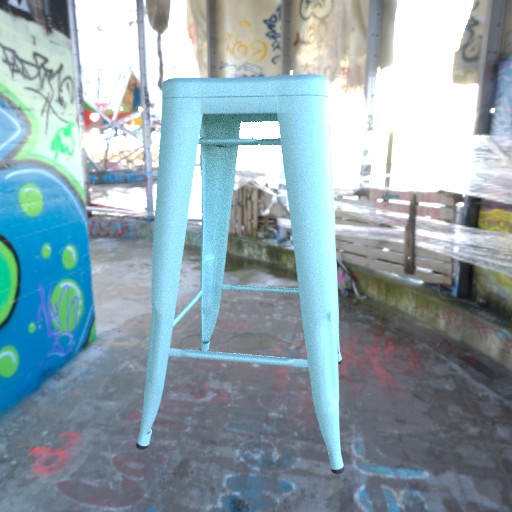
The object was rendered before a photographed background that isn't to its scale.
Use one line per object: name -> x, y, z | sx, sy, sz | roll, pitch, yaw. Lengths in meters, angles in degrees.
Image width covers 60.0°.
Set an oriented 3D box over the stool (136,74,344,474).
stool -> 0.000, 0.000, 0.850 | 0.359, 0.609, 0.399 | 2, 14, 10
